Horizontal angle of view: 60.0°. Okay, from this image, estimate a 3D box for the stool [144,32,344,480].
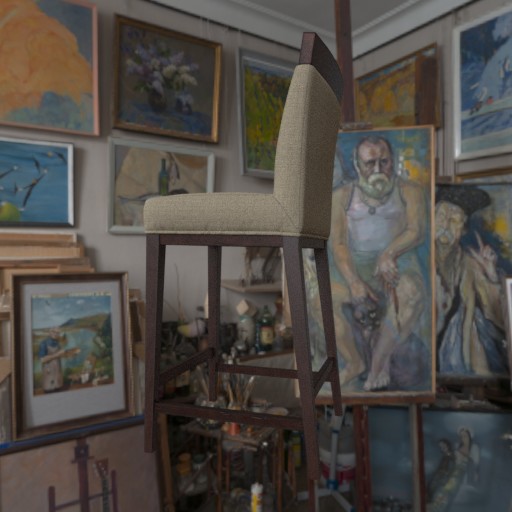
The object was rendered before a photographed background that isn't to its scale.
[{"bbox_3d":[0.000,0.000,1.269,0.480,1.011,0.463,0,1,18],"label":"stool"}]
